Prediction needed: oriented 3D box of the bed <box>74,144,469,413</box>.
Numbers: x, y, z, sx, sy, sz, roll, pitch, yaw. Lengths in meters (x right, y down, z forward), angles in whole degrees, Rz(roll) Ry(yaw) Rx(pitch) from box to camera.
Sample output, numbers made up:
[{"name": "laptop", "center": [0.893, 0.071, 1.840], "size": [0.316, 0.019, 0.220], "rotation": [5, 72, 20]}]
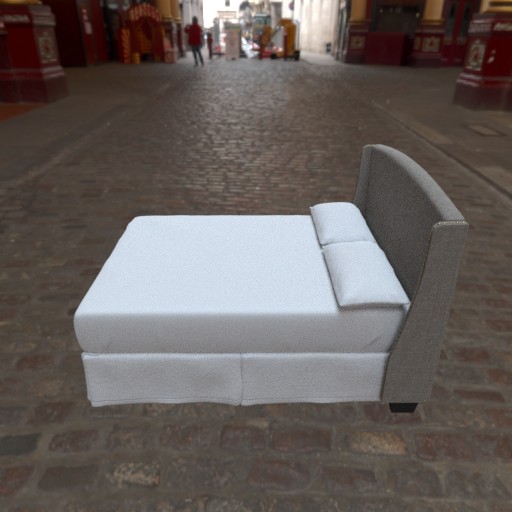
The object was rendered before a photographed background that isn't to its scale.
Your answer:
[{"name": "bed", "center": [0.000, 0.000, 3.287], "size": [2.237, 1.407, 1.710], "rotation": [0, 27, 0]}]
